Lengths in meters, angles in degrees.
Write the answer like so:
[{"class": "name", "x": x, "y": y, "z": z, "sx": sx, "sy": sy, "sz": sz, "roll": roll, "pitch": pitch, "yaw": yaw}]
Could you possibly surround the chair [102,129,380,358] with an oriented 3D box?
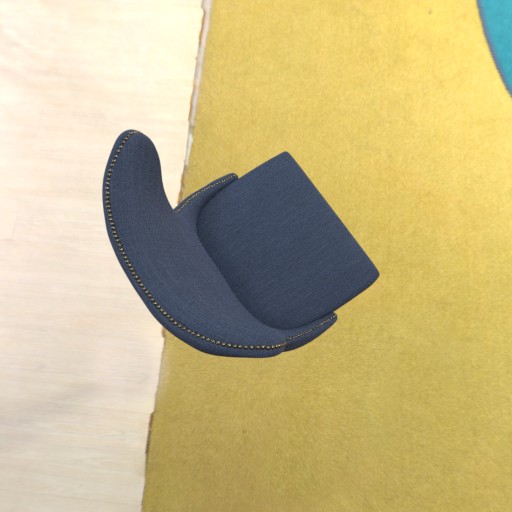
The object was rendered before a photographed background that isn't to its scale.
[{"class": "chair", "x": 0.000, "y": 0.000, "z": 1.401, "sx": 0.635, "sy": 0.967, "sz": 0.628, "roll": -33, "pitch": 77, "yaw": -8}]
